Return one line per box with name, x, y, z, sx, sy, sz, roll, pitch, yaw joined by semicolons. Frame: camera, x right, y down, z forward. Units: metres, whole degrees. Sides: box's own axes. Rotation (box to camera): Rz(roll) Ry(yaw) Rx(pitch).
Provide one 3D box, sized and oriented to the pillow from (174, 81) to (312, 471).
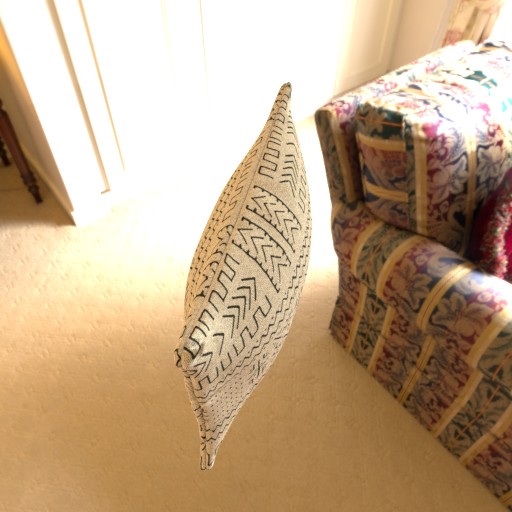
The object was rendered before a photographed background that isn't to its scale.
pillow;0.000;0.000;0.786;0.188;0.352;0.637;9;48;9
